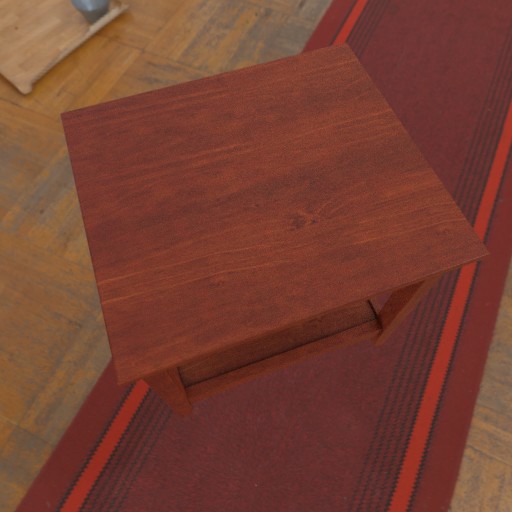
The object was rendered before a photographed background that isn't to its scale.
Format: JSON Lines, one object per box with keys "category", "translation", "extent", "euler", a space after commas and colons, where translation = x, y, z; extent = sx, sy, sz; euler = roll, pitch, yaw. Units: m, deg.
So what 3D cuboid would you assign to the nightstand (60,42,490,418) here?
{"category": "nightstand", "translation": [0.000, 0.000, 0.967], "extent": [0.558, 0.558, 0.501], "euler": [-18, 64, -9]}
